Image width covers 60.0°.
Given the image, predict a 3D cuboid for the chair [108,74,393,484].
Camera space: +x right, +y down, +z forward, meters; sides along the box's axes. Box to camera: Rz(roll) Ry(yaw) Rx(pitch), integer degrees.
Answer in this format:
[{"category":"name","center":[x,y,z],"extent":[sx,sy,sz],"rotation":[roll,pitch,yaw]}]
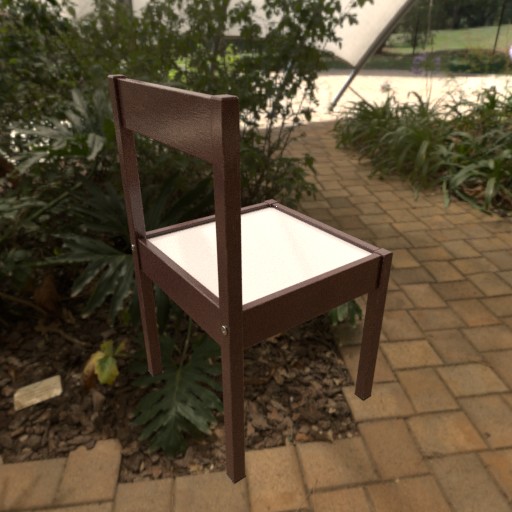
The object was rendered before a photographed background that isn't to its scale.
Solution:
[{"category":"chair","center":[0.000,0.000,0.673],"extent":[0.285,0.505,0.285],"rotation":[-18,32,-32]}]
